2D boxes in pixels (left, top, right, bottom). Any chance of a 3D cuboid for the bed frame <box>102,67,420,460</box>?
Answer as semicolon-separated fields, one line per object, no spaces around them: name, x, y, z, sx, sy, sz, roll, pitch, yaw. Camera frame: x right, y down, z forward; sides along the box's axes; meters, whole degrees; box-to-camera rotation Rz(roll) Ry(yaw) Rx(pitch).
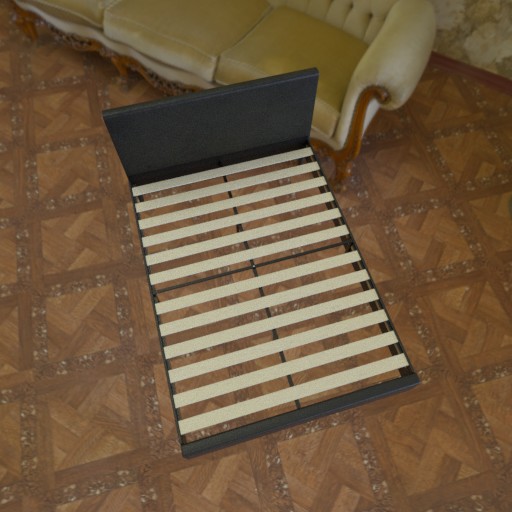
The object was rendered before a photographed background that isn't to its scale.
bed frame;0.000;0.000;3.249;1.634;1.127;2.318;-14;63;-8
